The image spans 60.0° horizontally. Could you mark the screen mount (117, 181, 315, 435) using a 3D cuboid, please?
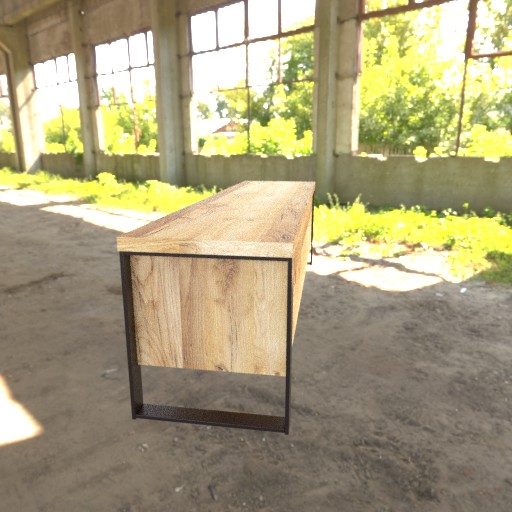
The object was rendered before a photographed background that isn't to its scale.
[{"bbox_3d":[0.000,0.000,1.706,0.395,0.450,1.524,2,14,9],"label":"screen mount"}]
